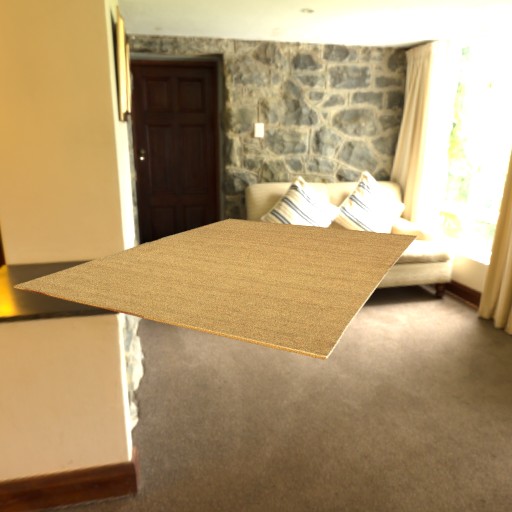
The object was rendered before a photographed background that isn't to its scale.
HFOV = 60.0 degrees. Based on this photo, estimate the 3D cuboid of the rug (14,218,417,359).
[{"bbox_3d":[0.000,0.000,4.128,2.434,0.045,3.202,8,17,26],"label":"rug"}]
